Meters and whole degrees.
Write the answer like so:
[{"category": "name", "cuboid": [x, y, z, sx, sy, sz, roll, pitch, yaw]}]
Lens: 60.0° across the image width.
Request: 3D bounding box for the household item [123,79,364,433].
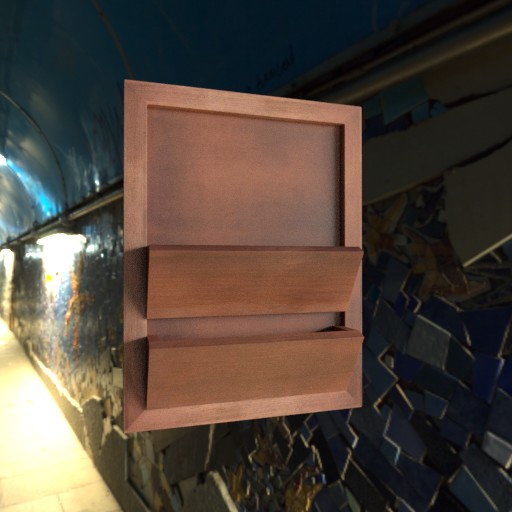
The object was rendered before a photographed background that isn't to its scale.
[{"category": "household item", "cuboid": [0.000, 0.000, 0.541, 0.310, 0.407, 0.067, 0, -1, -17]}]
